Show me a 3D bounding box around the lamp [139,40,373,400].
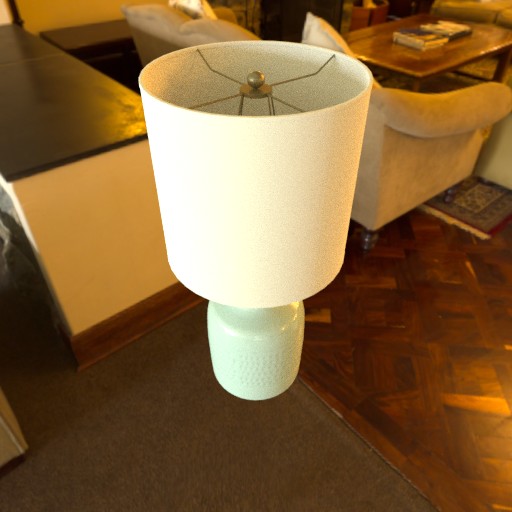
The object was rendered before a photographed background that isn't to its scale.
[{"bbox_3d":[0.000,0.000,1.082,0.418,0.871,0.418,1,40,1],"label":"lamp"}]
